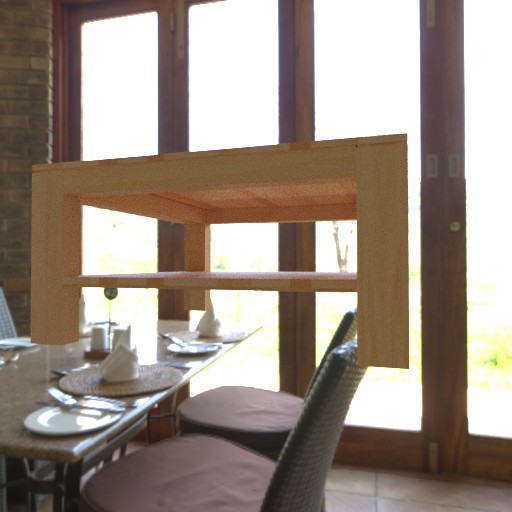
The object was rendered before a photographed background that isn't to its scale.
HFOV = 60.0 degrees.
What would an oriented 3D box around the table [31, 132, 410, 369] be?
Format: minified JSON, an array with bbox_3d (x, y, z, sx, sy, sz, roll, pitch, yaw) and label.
[{"bbox_3d":[0.000,0.000,1.407,0.900,0.450,0.900,0,-1,18],"label":"table"}]
